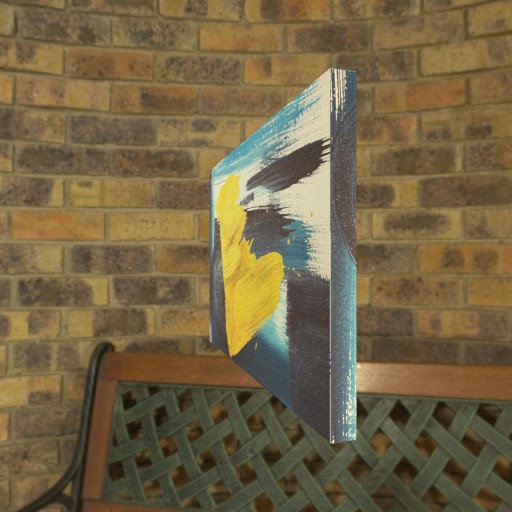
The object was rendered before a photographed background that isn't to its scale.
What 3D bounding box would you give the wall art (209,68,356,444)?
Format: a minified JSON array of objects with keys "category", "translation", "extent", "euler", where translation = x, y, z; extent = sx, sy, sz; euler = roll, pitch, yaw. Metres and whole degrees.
[{"category":"wall art","translation":[0.000,0.000,0.772],"extent":[0.033,0.406,0.609],"euler":[0,0,-18]}]
